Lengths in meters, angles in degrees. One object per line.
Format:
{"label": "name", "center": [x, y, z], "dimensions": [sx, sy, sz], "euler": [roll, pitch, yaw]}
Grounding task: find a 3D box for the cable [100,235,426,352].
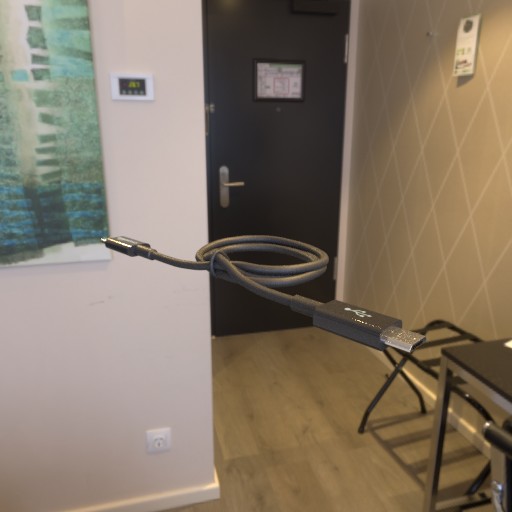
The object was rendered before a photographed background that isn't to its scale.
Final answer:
{"label": "cable", "center": [0.000, 0.000, 0.215], "dimensions": [0.070, 0.014, 0.192], "euler": [-15, 21, -43]}
